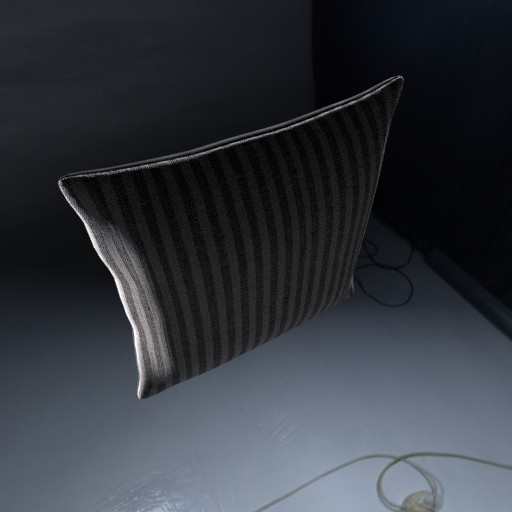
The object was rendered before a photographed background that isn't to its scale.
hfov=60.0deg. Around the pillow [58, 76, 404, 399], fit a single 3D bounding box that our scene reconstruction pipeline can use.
[{"bbox_3d":[0.000,0.000,0.760,0.523,0.506,0.166,-23,50,-21],"label":"pillow"}]
